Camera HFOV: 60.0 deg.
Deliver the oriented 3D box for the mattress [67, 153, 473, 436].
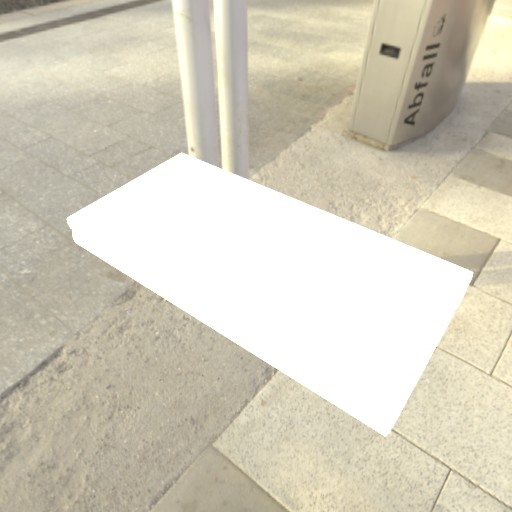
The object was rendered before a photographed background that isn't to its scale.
[{"bbox_3d":[0.000,0.000,2.298,1.900,0.200,0.900,27,48,26],"label":"mattress"}]
